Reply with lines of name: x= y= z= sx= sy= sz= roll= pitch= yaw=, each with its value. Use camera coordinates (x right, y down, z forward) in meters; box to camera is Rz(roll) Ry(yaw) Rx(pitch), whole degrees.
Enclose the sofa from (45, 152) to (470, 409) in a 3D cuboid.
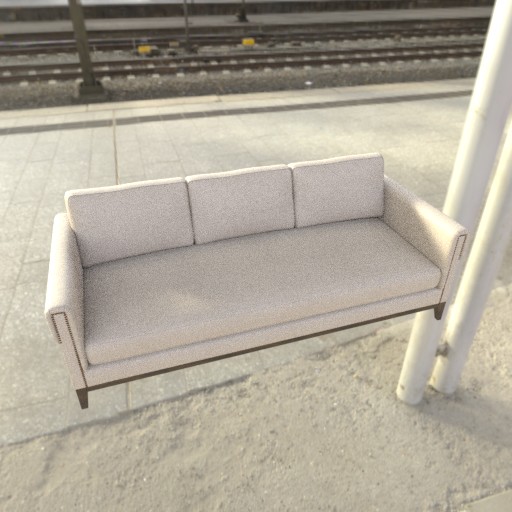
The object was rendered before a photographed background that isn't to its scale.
sofa: x=0.000 y=0.000 z=2.662 sx=2.210 sy=0.838 sz=0.959 roll=-10 pitch=34 yaw=-15
